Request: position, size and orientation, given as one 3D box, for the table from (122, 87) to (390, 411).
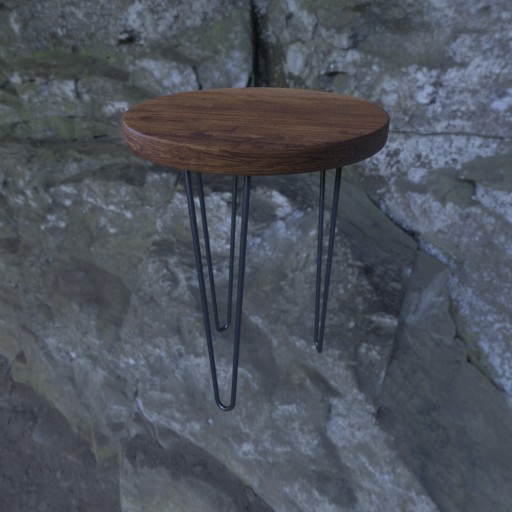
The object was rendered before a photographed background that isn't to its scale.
[{"bbox_3d":[0.000,0.000,0.812,0.400,0.520,0.400,0,30,0],"label":"table"}]
